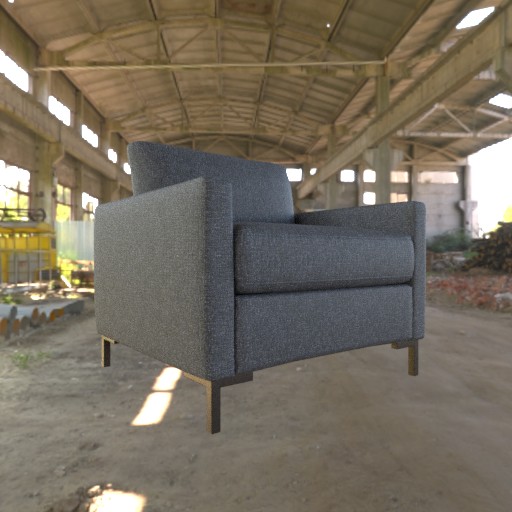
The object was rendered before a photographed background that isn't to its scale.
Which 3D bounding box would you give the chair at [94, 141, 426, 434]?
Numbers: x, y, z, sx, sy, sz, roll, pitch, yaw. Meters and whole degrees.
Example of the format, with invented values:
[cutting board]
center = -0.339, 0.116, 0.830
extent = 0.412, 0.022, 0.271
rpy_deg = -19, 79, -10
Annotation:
[chair]
center = 0.000, 0.000, 1.657
extent = 0.963, 0.861, 0.866
rpy_deg = 0, 0, -37
